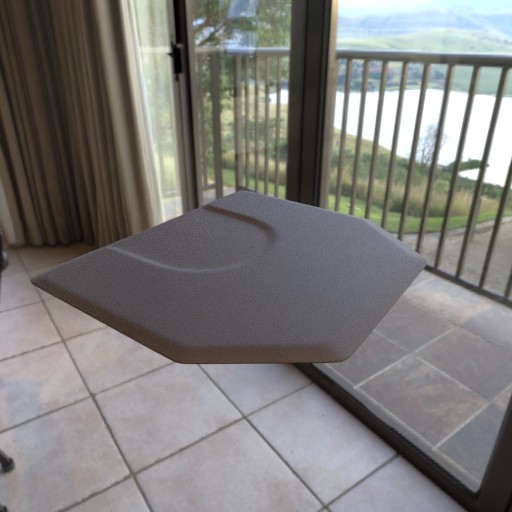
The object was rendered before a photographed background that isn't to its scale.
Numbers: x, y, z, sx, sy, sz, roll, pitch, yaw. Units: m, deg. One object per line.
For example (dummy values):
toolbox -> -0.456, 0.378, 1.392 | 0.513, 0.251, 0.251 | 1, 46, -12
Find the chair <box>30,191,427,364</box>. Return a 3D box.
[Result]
chair -> 0.000, 0.000, 1.885 | 1.219, 0.024, 1.372 | 18, 32, 32
